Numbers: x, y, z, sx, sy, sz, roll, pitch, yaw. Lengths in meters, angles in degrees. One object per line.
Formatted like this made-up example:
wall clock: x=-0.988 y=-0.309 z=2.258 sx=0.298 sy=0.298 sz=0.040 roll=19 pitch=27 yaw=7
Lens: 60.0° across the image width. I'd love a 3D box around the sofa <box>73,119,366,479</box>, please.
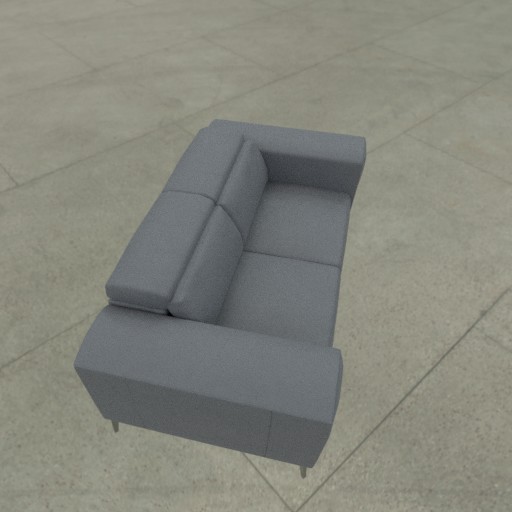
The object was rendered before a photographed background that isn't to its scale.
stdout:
sofa: x=0.000 y=0.000 z=2.376 sx=1.003 sy=0.779 sz=1.895 roll=10 pitch=47 yaw=9
